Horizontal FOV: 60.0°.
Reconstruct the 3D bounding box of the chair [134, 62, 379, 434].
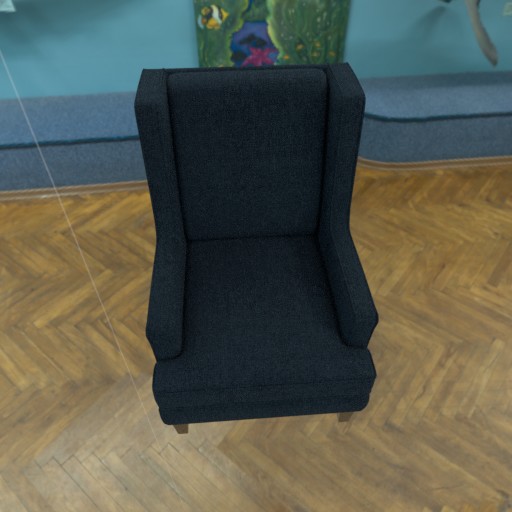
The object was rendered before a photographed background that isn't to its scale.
[{"bbox_3d":[0.000,0.000,1.674,0.764,1.072,0.947,-3,46,-3],"label":"chair"}]
